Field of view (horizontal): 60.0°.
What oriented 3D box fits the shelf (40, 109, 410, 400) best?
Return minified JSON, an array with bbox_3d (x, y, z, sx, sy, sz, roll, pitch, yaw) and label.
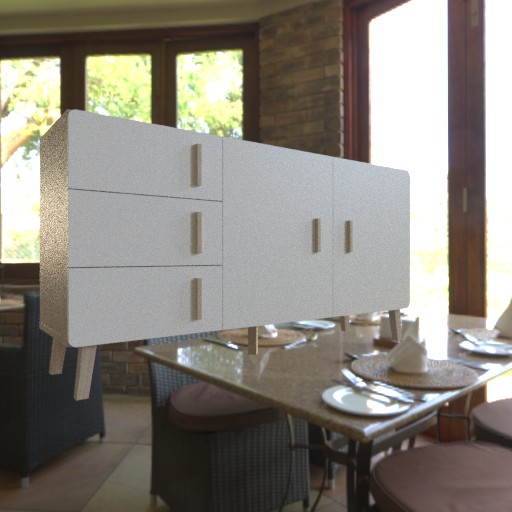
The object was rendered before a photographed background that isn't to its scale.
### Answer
[{"bbox_3d":[0.000,0.000,1.751,1.490,0.780,0.400,0,0,-36],"label":"shelf"}]
